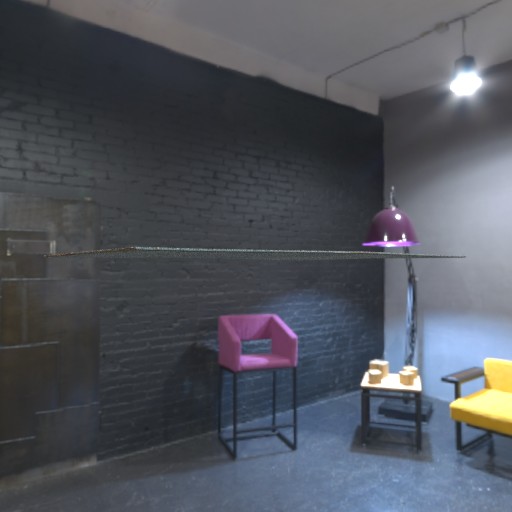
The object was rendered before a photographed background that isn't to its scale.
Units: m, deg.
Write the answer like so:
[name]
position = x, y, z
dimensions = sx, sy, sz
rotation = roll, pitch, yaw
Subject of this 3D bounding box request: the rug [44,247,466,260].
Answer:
[rug]
position = 0.000, 0.000, 2.897
dimensions = 2.260, 0.026, 1.611
rotation = 1, -2, -36
